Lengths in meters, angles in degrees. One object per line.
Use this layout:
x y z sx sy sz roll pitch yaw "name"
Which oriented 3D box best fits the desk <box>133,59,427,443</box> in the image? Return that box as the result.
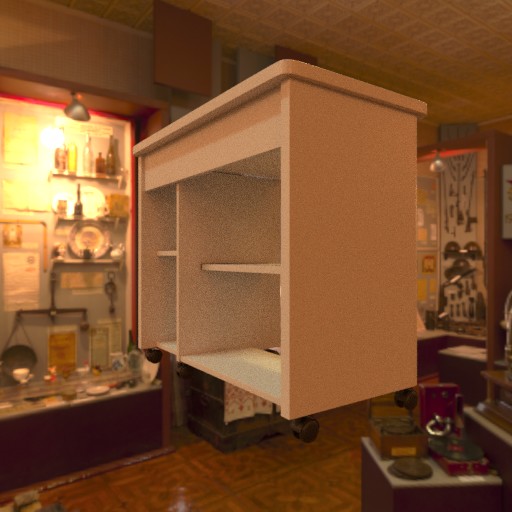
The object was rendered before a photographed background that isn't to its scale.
0.000 0.000 1.341 0.475 0.763 0.877 0 0 -35 "desk"
